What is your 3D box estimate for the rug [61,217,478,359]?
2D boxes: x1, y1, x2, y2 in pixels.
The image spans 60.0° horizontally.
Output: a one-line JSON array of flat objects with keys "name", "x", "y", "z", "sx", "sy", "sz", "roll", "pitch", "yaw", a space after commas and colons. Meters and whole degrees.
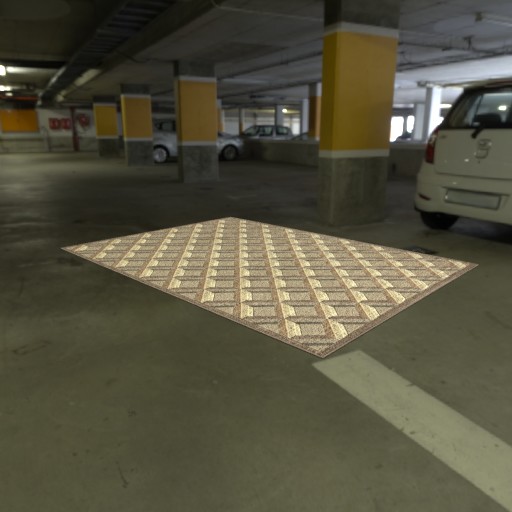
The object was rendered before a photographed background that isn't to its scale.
[{"name": "rug", "x": 0.000, "y": 0.000, "z": 4.275, "sx": 3.294, "sy": 0.018, "sz": 2.382, "roll": 15, "pitch": 21, "yaw": 42}]
